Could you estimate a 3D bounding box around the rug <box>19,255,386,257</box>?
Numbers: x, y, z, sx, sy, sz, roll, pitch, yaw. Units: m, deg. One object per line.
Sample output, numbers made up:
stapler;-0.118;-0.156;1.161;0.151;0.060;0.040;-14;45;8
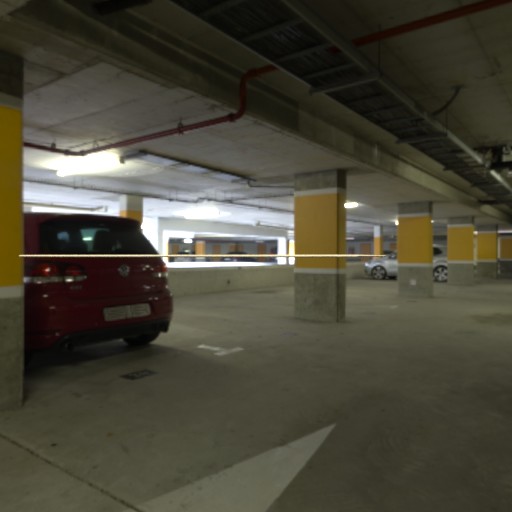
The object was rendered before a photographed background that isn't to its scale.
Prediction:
rug;0.000;0.000;2.295;1.220;0.007;1.828;0;0;19
